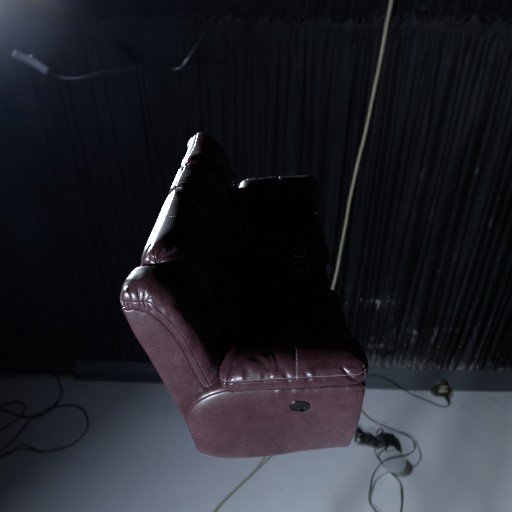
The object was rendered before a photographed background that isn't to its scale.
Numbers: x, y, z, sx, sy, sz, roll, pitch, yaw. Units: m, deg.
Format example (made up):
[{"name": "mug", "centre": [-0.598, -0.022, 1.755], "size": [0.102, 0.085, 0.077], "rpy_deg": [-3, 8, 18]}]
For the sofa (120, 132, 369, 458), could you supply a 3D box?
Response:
[{"name": "sofa", "centre": [0.000, 0.000, 2.624], "size": [0.991, 1.043, 2.058], "rpy_deg": [0, 32, 0]}]
